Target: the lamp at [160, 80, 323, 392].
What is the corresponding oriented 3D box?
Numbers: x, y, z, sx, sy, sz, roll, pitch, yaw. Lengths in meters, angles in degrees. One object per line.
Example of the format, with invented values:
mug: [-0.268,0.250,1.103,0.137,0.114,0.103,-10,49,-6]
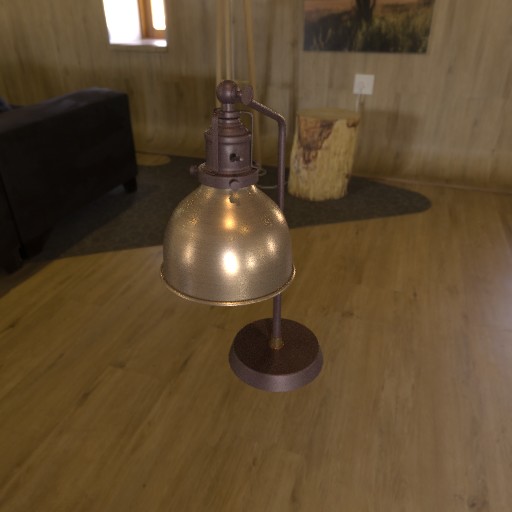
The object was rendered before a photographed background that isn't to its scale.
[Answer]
lamp: [0.000,0.000,0.611,0.175,0.469,0.298,19,35,30]
